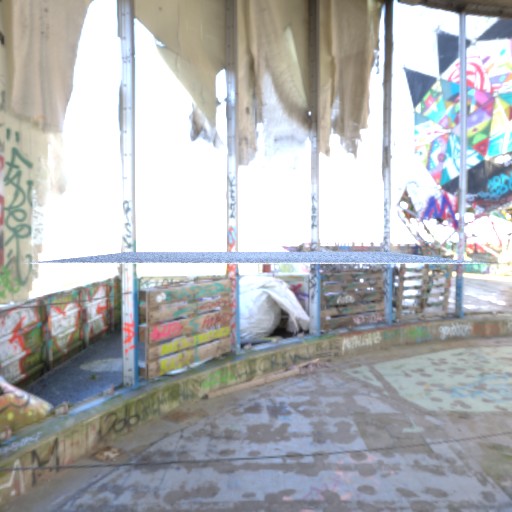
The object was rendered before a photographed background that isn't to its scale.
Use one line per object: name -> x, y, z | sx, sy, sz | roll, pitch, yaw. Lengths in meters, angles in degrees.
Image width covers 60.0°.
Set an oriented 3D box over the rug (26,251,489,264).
rug -> 0.000, 0.000, 2.141 | 1.634, 0.003, 1.190 | 0, 2, 0
